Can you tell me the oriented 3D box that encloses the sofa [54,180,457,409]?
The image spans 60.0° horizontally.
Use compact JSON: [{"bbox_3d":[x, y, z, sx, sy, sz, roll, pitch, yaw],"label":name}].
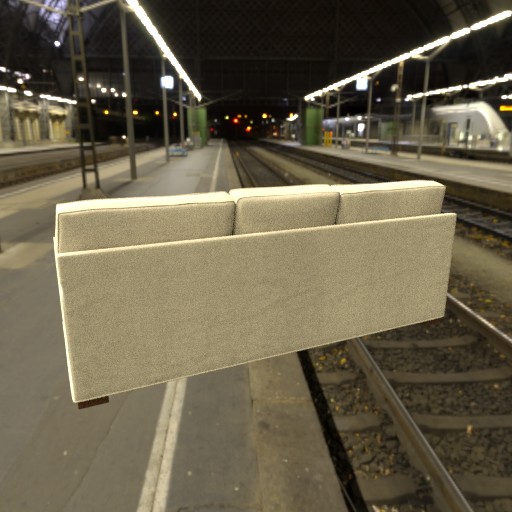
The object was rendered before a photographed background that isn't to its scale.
[{"bbox_3d":[0.000,0.000,2.541,2.093,0.862,0.936,-7,17,-24],"label":"sofa"}]
